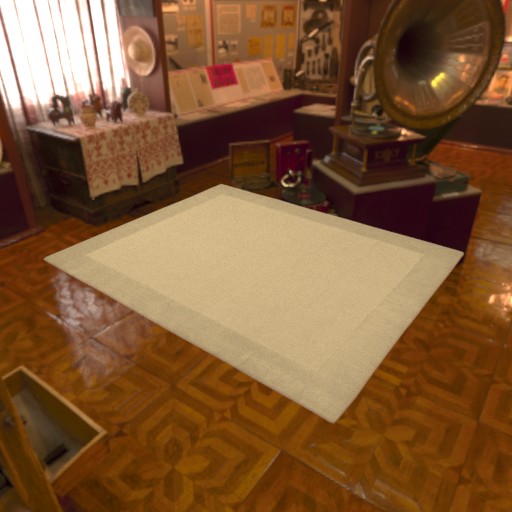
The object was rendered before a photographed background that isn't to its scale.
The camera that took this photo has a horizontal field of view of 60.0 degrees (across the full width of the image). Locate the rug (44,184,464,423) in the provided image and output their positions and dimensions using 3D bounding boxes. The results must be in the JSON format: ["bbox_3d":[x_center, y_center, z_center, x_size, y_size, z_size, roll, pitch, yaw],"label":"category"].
[{"bbox_3d":[0.000,0.000,4.029,2.976,0.018,2.430,21,35,32],"label":"rug"}]
